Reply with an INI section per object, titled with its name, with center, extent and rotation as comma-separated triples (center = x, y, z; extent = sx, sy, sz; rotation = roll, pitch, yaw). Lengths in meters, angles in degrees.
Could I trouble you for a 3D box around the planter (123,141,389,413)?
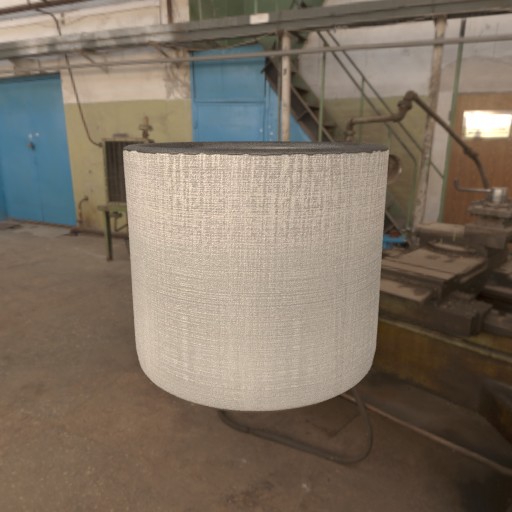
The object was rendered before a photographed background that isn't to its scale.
[planter]
center = 0.000, 0.000, 0.228
extent = 0.125, 0.112, 0.125
rotation = 0, 16, 0
